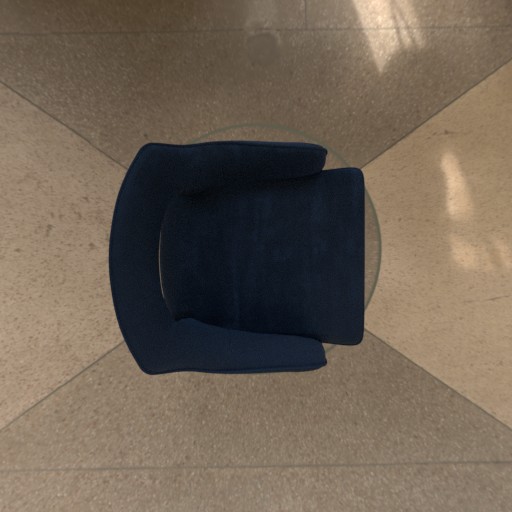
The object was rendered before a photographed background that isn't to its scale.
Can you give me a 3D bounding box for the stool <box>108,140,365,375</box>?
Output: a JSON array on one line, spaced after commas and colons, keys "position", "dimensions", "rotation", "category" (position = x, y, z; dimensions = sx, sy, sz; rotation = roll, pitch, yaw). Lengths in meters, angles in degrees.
[{"position": [0.000, 0.000, 1.275], "dimensions": [0.560, 0.940, 0.550], "rotation": [0, 91, 0], "category": "stool"}]
